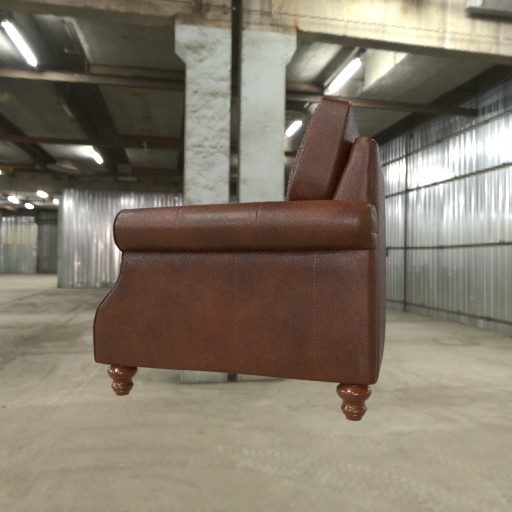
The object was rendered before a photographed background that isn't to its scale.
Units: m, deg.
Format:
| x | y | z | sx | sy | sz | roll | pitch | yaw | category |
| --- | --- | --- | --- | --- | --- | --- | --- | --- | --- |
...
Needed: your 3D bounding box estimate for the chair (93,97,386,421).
| x | y | z | sx | sy | sz | roll | pitch | yaw | category |
| --- | --- | --- | --- | --- | --- | --- | --- | --- | --- |
| 0.000 | 0.000 | 1.783 | 0.992 | 0.972 | 0.989 | 0 | -1 | 18 | chair |
